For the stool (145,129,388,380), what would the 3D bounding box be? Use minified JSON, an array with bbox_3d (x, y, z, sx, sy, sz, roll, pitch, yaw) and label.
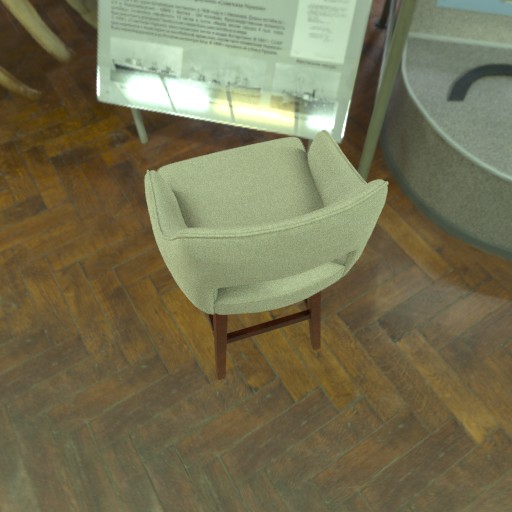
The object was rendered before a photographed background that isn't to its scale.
[{"bbox_3d":[0.000,0.000,1.387,0.550,1.041,0.560,-15,59,-9],"label":"stool"}]
